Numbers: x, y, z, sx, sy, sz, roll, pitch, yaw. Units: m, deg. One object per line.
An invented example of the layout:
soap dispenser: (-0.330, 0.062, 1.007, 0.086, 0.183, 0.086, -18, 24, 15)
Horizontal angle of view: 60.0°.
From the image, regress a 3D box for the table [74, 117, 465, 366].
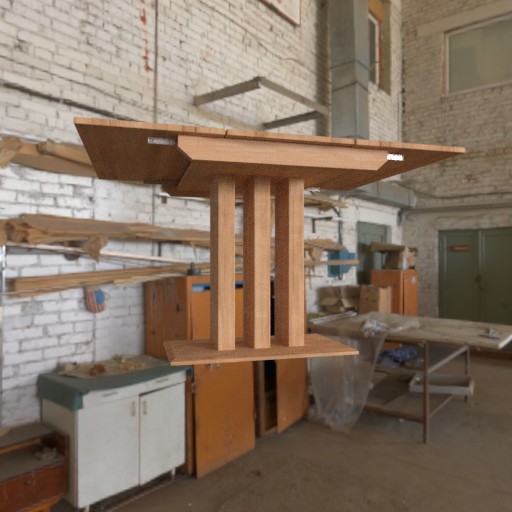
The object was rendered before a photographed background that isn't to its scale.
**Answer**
table: (0.000, 0.000, 1.837, 1.300, 0.770, 0.900, 0, 0, -15)
